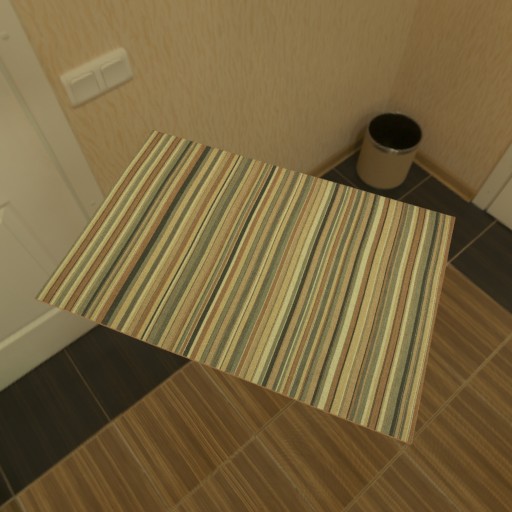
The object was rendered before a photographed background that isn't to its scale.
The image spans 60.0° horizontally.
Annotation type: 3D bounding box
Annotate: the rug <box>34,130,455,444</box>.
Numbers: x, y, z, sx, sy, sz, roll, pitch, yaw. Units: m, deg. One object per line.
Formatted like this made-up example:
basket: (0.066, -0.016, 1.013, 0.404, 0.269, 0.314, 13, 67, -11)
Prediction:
rug: (0.000, 0.000, 2.262, 1.829, 0.008, 1.219, 18, 61, 10)
